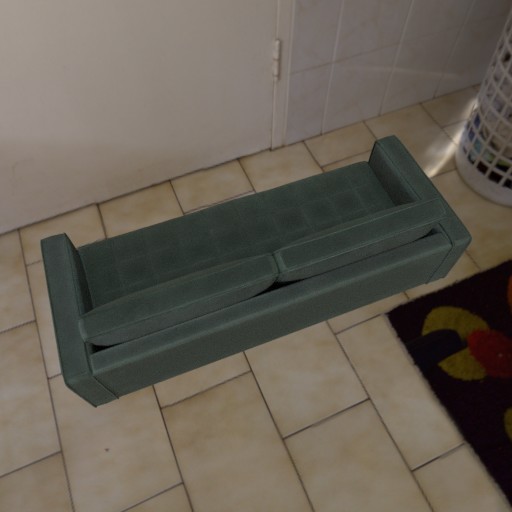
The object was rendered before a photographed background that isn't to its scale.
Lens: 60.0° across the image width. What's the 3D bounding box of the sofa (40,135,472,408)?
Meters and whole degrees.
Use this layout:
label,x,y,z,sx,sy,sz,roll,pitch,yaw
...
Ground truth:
label,x,y,z,sx,sy,sz,roll,pitch,yaw
sofa,0.000,0.000,2.554,2.214,0.781,0.886,-18,61,-11
